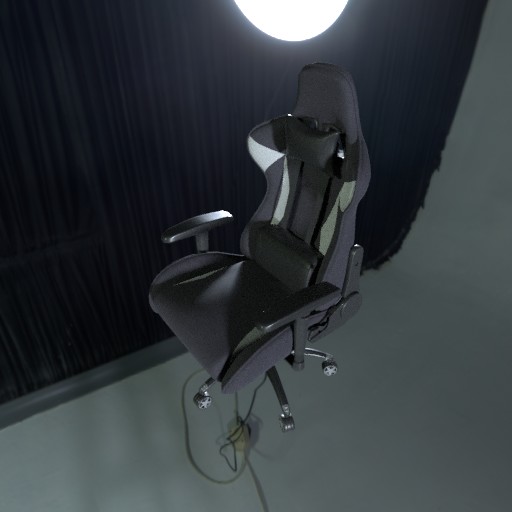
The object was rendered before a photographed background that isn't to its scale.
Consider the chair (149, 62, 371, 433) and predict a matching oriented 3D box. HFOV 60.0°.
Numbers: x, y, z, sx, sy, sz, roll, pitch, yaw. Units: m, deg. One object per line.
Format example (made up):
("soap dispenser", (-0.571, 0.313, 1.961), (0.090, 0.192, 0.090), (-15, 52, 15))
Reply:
("chair", (0.000, 0.000, 1.679), (0.695, 1.300, 0.730), (-21, 38, -30))
